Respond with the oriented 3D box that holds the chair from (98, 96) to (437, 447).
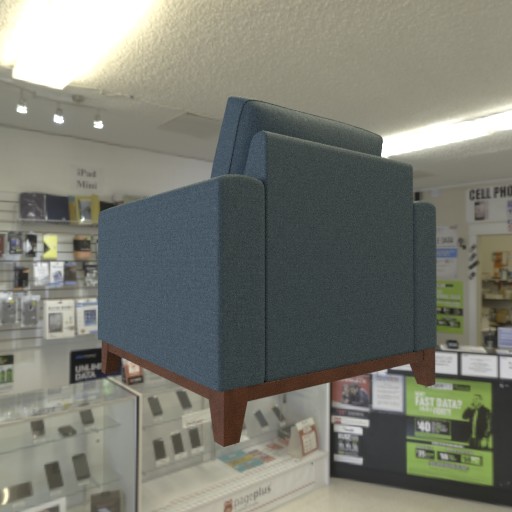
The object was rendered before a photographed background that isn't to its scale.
[{"bbox_3d":[0.000,0.000,1.861,1.024,1.010,1.038,1,-1,-37],"label":"chair"}]
